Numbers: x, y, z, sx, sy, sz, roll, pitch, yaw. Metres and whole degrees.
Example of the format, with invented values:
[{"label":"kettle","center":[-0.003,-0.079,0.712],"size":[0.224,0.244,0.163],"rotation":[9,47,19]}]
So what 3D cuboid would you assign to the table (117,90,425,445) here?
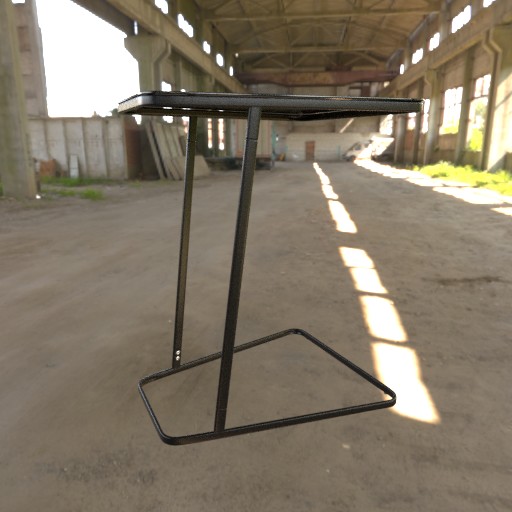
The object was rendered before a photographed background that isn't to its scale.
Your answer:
[{"label":"table","center":[0.000,0.000,0.952],"size":[0.500,0.624,0.427],"rotation":[-7,16,-26]}]
